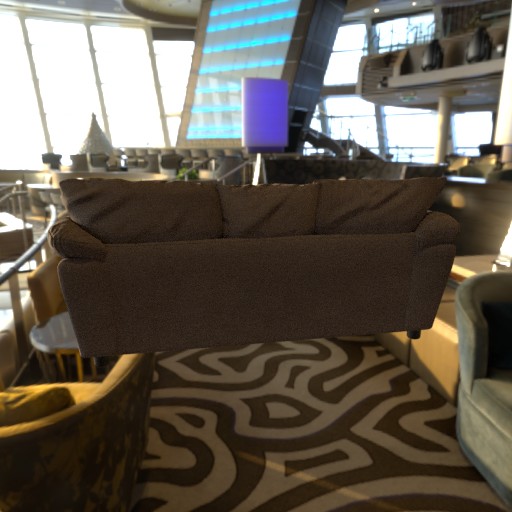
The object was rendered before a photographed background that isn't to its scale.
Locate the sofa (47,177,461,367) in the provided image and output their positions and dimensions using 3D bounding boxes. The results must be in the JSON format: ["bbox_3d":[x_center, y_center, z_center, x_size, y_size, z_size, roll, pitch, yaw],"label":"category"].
[{"bbox_3d":[0.000,0.000,2.836,2.390,1.043,0.927,-3,14,-11],"label":"sofa"}]
